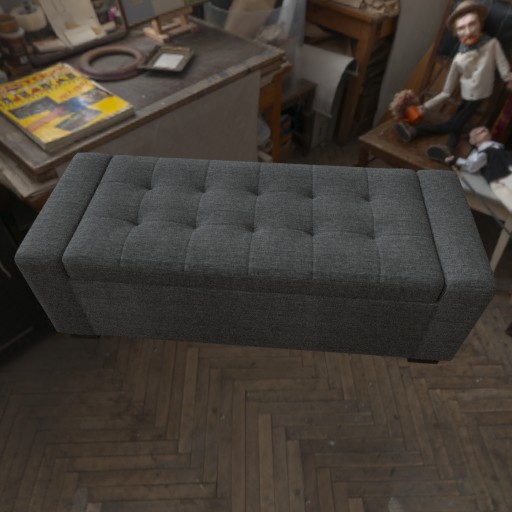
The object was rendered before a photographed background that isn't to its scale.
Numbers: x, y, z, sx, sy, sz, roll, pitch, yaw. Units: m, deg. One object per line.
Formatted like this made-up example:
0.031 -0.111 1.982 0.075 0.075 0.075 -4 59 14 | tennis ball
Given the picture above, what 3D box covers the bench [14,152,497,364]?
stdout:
0.000 0.000 1.486 1.296 0.445 0.508 4 48 3 | bench
